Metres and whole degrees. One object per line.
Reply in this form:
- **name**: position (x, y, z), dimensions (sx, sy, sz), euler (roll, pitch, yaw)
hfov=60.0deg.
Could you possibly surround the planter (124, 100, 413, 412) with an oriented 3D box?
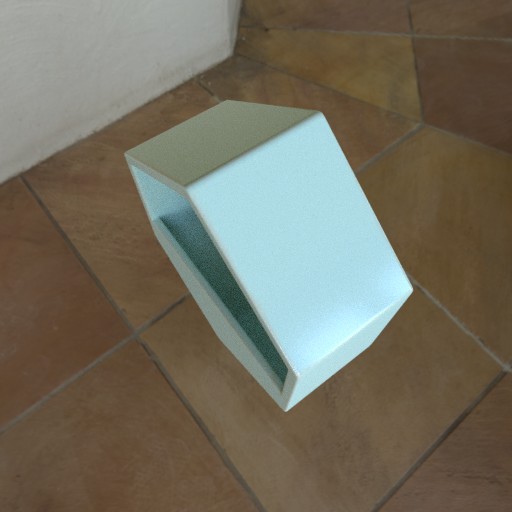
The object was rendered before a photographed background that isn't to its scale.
- **planter**: position (0.000, 0.000, 0.291), dimensions (0.078, 0.207, 0.169), euler (-33, 67, -16)
